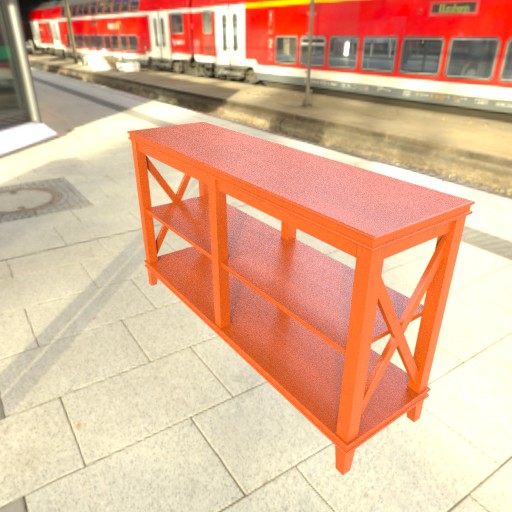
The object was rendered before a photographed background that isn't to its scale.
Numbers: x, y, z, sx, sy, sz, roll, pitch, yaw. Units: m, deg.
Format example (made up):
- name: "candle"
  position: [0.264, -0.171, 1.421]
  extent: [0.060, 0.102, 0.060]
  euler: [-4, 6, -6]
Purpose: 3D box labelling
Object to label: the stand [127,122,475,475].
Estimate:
- name: "stand"
  position: [0.000, 0.000, 1.692]
  extent: [0.381, 0.762, 1.372]
  euler: [-18, 32, -32]
